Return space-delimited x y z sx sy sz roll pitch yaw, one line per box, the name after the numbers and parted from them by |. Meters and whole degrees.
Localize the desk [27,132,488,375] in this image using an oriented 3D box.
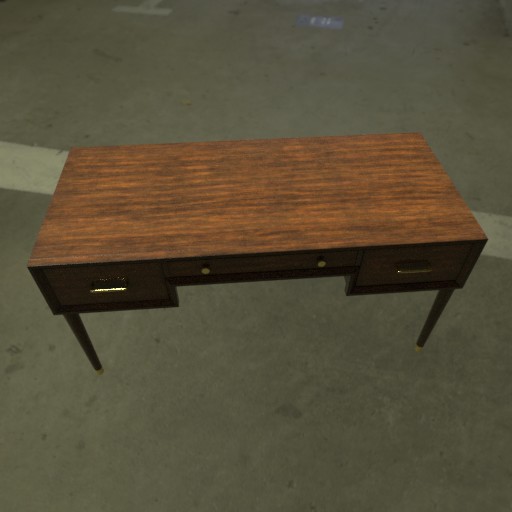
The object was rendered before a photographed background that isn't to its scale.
0.000 0.000 2.020 1.575 0.762 0.724 -3 46 -3 | desk
